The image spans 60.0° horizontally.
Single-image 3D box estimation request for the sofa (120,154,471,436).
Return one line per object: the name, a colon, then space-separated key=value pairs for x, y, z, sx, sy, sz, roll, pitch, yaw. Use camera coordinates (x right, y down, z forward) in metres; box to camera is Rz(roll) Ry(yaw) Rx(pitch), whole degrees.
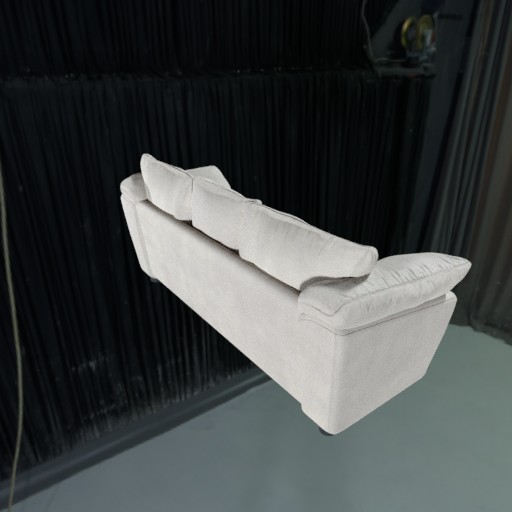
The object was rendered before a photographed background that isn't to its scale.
sofa: x=0.000 y=0.000 z=2.814 sx=0.878 sy=0.996 sz=2.334 roll=-18 pitch=30 yaw=-33
